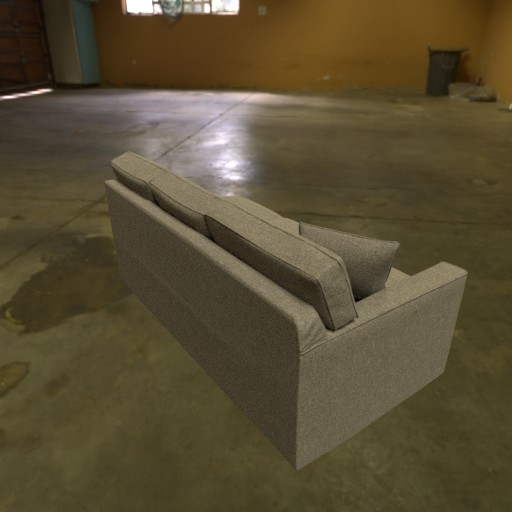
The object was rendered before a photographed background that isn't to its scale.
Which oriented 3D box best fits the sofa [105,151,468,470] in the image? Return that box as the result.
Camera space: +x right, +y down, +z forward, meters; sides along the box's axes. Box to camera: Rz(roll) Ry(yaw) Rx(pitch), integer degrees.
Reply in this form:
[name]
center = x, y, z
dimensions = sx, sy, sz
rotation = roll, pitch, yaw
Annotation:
[sofa]
center = 0.000, 0.000, 2.533
dimensions = 1.034, 0.946, 1.963
rotation = -17, 31, -32
